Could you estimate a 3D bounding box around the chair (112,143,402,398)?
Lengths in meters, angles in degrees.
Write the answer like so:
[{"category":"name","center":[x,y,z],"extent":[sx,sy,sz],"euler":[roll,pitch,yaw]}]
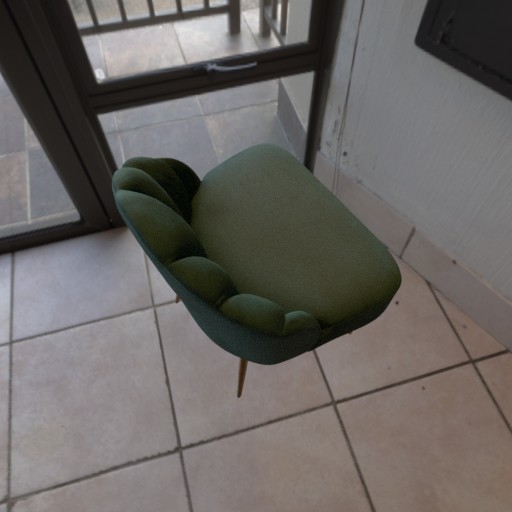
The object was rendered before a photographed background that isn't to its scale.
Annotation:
[{"category":"chair","center":[0.000,0.000,1.275],"extent":[0.599,0.819,0.657],"euler":[-30,63,-17]}]
